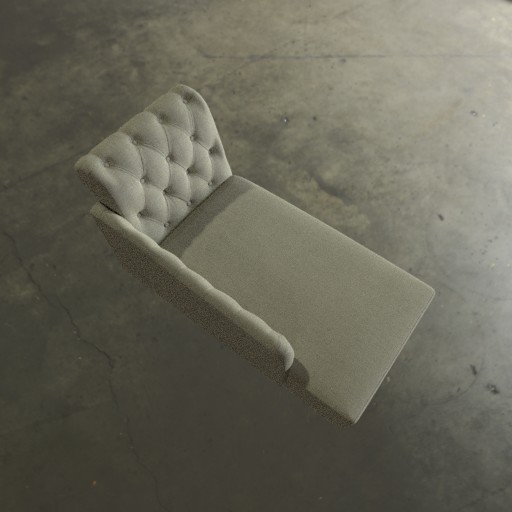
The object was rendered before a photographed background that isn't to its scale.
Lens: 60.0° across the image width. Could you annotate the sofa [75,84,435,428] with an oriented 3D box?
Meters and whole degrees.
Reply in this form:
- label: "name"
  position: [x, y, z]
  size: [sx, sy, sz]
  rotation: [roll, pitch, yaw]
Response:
- label: "sofa"
  position: [0.000, 0.000, 1.887]
  size: [1.379, 0.787, 0.675]
  rotation: [33, 64, 18]
